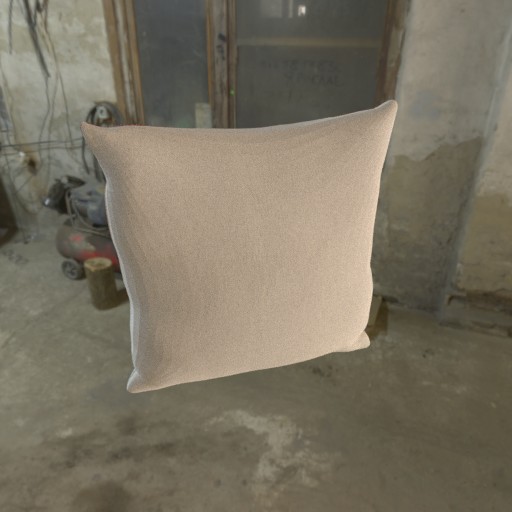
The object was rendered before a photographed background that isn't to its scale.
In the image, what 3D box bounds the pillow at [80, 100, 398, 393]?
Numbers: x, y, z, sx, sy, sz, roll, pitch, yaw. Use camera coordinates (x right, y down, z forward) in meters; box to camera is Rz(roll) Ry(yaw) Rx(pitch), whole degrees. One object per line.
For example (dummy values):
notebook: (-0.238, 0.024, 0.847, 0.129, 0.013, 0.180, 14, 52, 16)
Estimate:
pillow: (0.000, 0.000, 0.681, 0.440, 0.441, 0.182, -8, 29, -15)
